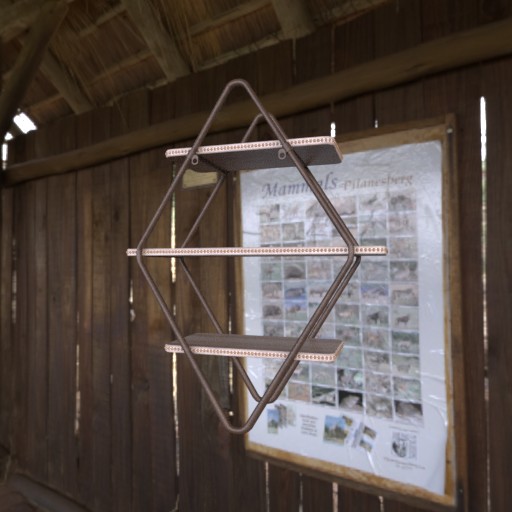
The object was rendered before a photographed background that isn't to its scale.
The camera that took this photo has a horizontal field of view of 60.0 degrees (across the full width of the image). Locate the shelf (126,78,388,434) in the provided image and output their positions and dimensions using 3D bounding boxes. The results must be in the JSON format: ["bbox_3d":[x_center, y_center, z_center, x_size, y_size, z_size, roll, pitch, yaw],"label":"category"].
[{"bbox_3d":[0.000,0.000,1.067,0.609,0.774,0.234,0,-1,17],"label":"shelf"}]
